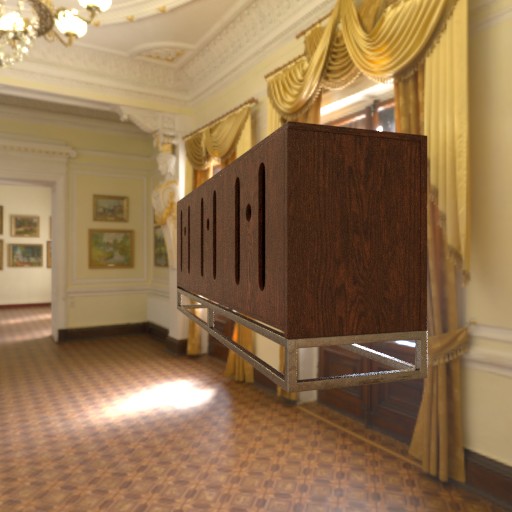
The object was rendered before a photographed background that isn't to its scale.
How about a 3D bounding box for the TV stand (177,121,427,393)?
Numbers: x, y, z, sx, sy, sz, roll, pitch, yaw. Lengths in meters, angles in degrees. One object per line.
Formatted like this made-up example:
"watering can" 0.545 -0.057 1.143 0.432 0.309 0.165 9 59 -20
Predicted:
"TV stand" 0.000 0.000 1.731 0.382 0.578 1.541 0 0 -19
